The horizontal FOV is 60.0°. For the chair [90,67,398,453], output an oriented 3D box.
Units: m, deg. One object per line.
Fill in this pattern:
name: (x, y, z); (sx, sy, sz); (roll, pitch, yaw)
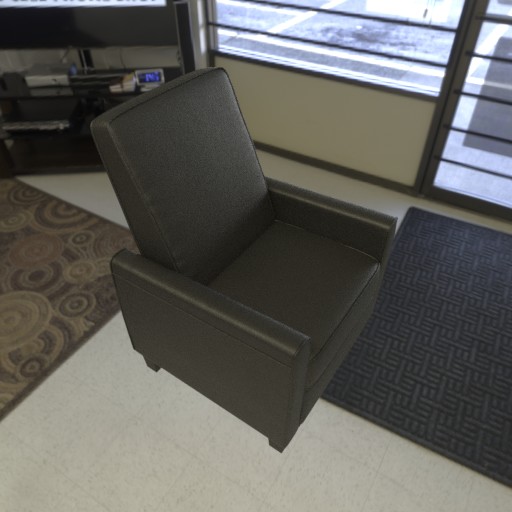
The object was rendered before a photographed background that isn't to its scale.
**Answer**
chair: (0.000, 0.000, 1.505); (0.746, 1.013, 0.705); (25, 48, 25)
